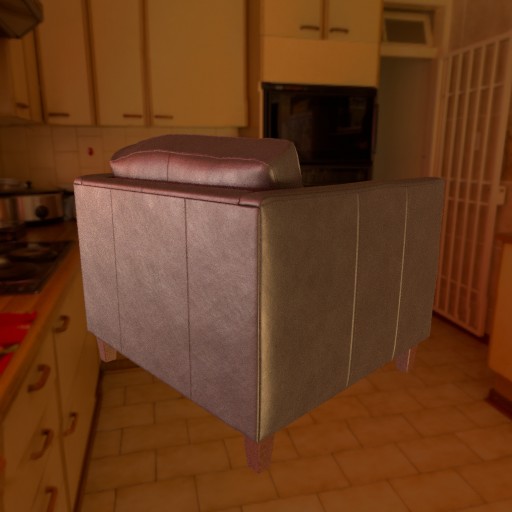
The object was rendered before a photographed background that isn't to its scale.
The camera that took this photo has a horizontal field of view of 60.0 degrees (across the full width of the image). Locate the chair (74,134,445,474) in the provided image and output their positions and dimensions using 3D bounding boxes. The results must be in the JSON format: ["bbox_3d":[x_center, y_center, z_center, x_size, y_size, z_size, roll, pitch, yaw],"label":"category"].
[{"bbox_3d":[0.000,0.000,1.537,0.862,0.811,0.939,-13,18,-42],"label":"chair"}]
